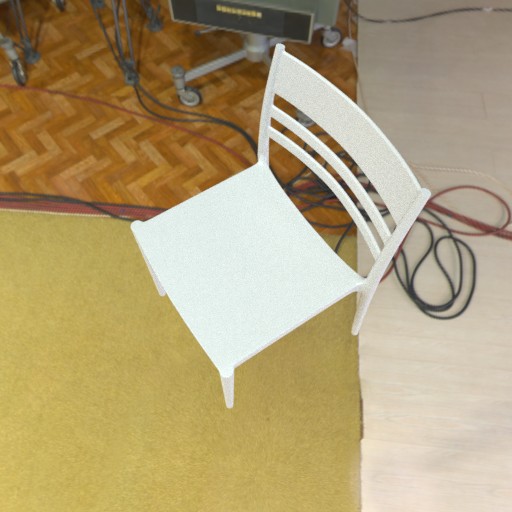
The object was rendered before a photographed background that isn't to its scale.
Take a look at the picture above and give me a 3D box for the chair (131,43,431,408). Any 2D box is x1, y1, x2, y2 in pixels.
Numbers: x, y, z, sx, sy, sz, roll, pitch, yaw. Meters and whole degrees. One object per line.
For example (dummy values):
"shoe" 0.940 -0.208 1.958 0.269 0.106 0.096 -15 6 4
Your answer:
"chair" 0.000 0.000 1.169 0.511 0.800 0.531 -30 67 -14
